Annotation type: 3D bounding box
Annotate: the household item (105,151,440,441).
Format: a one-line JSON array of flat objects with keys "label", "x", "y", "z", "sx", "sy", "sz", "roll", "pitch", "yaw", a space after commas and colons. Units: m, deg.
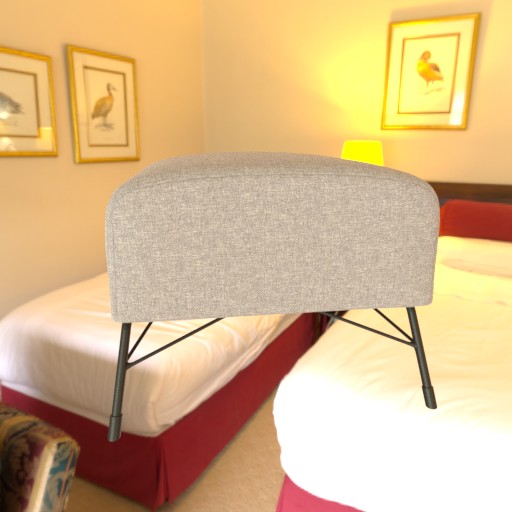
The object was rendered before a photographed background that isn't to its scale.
[{"label": "household item", "x": 0.000, "y": 0.000, "z": 0.895, "sx": 0.530, "sy": 0.410, "sz": 0.530, "roll": -2, "pitch": 15, "yaw": -9}]
